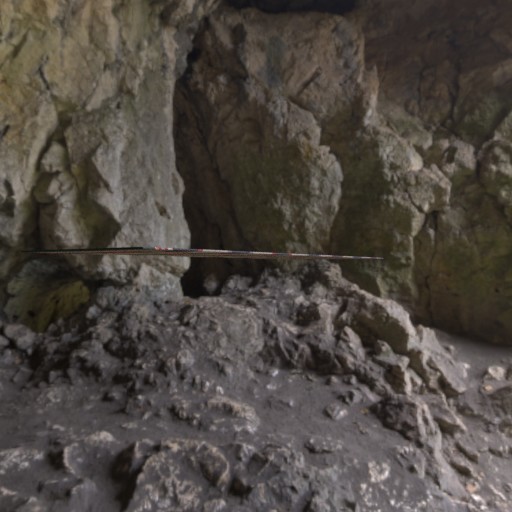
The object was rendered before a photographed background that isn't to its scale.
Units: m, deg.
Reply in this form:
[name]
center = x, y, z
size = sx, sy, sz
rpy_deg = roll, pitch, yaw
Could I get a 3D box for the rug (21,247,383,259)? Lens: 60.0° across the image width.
[rug]
center = 0.000, 0.000, 2.678
size = 0.760, 0.009, 2.440
rpy_deg = -1, -2, 34
